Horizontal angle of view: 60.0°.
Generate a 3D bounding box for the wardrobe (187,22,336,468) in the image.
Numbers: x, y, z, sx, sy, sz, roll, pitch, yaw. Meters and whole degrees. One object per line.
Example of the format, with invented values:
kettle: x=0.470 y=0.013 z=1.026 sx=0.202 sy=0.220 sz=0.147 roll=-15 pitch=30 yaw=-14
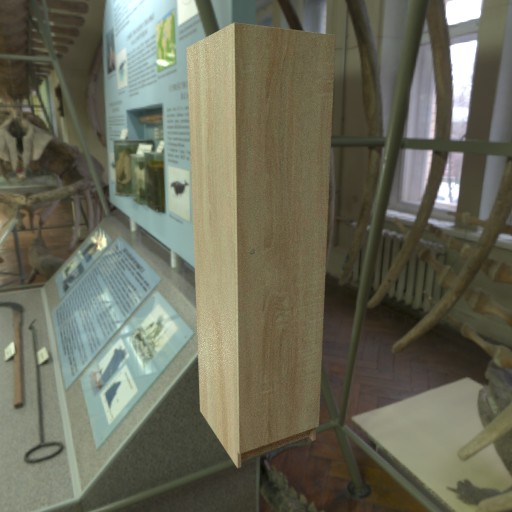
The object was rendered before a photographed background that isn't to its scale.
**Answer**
wardrobe: x=0.000 y=0.000 z=2.391 sx=0.496 sy=2.117 sz=0.588 roll=-8 pitch=17 yaw=-26
